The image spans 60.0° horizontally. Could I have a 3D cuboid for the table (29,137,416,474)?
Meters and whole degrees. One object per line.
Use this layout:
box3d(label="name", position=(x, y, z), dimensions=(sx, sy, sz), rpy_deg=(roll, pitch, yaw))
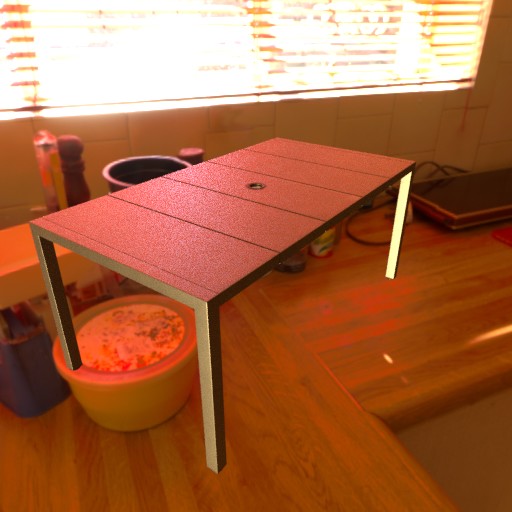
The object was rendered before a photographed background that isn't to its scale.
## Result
box3d(label="table", position=(0.000, 0.000, 2.214), dimensions=(0.914, 0.735, 1.680), rpy_deg=(19, 34, 32))
